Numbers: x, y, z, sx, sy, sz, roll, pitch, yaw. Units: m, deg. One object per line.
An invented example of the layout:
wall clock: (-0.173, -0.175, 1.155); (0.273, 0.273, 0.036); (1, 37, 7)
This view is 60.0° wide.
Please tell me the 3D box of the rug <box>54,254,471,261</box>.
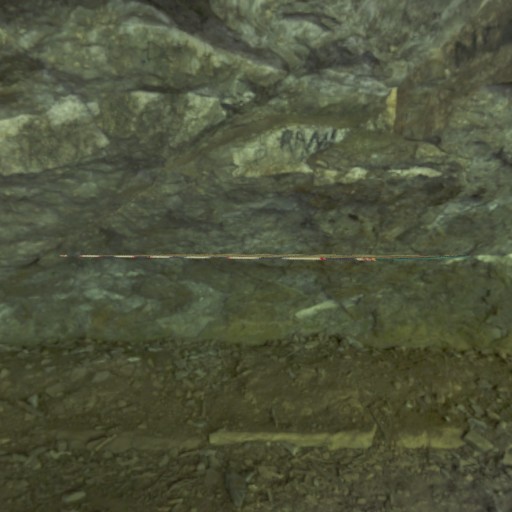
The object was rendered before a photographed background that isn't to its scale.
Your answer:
rug: (0.000, 0.000, 3.043); (2.447, 0.011, 1.520); (0, 1, 36)
